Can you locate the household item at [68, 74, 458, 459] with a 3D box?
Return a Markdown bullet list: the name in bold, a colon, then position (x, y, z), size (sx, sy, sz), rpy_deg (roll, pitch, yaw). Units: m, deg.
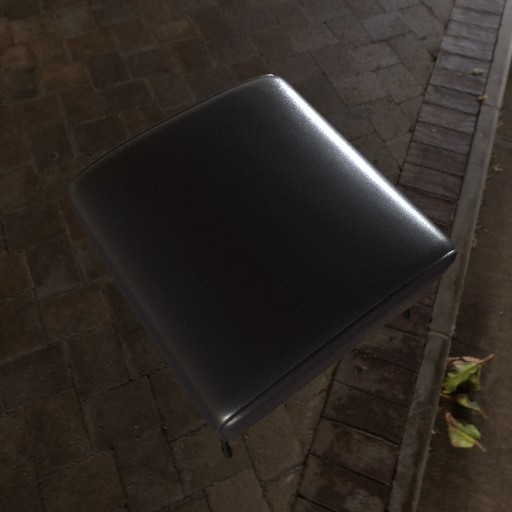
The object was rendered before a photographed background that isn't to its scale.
- **household item**: position (0.000, 0.000, 0.893), size (0.530, 0.410, 0.530), rpy_deg (-33, 68, -15)
